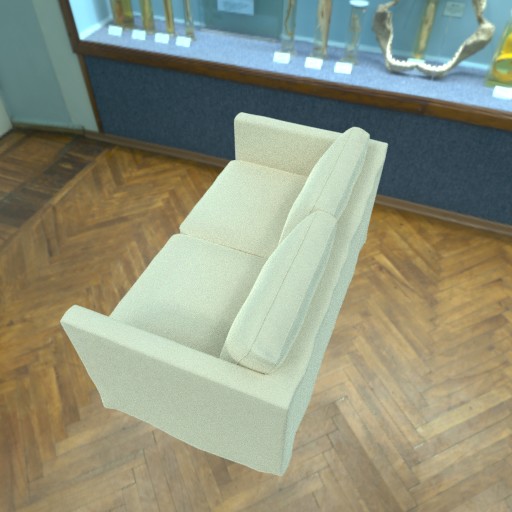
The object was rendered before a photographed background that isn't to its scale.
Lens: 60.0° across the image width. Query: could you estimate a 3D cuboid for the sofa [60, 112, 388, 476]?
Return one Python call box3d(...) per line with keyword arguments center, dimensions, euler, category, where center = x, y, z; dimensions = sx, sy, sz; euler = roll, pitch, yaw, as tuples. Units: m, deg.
box3d(center=(0.000, 0.000, 2.319), dimensions=(0.962, 0.834, 1.746), euler=(17, 49, 15), category="sofa")
